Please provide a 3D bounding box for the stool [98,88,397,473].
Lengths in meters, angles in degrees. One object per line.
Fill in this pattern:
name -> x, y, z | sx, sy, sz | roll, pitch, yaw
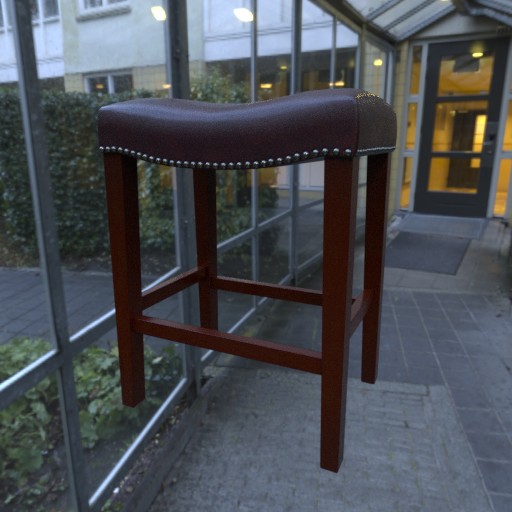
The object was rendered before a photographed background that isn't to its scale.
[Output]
stool -> 0.000, 0.000, 0.963 | 0.504, 0.657, 0.372 | 7, 16, 25
